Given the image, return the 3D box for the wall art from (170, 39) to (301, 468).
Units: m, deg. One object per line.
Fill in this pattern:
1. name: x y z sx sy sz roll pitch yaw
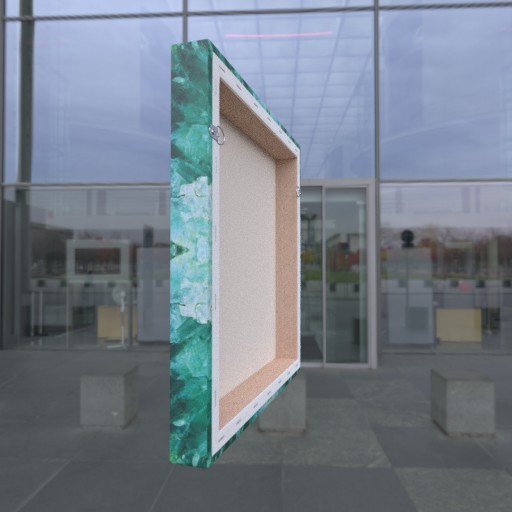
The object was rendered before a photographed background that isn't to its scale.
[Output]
1. wall art: 0.000 0.000 0.473 0.033 0.313 0.313 0 -1 18
